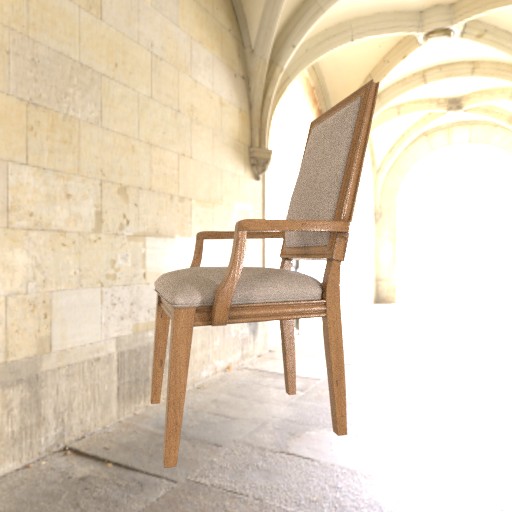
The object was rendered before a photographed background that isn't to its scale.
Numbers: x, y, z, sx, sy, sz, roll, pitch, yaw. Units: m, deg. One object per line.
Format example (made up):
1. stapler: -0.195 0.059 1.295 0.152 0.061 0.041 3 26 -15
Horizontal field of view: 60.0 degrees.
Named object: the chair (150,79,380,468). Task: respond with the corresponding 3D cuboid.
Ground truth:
1. chair: 0.000 0.000 1.359 0.602 0.990 0.606 0 0 -17
